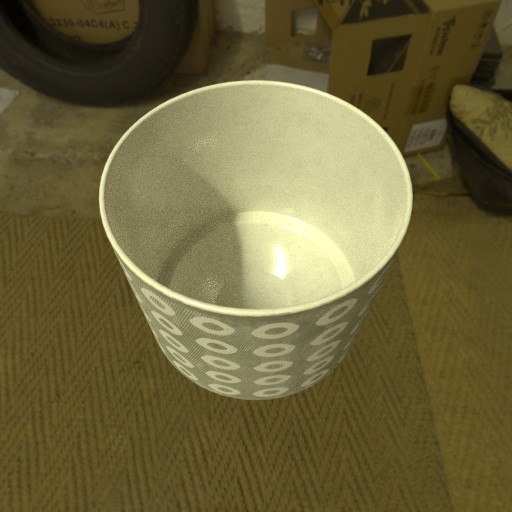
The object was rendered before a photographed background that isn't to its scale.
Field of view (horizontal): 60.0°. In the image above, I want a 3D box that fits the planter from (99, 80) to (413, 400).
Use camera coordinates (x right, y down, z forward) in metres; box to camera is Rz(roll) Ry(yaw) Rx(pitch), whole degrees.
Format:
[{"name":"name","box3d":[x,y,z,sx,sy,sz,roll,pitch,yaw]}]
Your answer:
[{"name":"planter","box3d":[0.000,0.000,0.348,0.190,0.181,0.190,0,56,0]}]
